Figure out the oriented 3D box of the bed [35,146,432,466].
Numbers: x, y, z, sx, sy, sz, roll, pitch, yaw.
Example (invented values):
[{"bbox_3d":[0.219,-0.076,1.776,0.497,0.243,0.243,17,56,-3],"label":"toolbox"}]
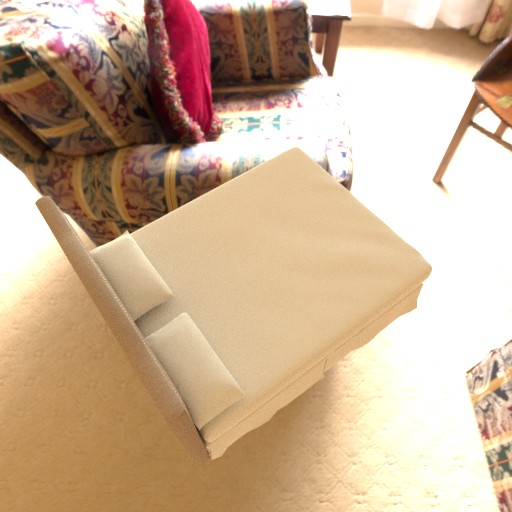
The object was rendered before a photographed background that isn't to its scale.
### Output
[{"bbox_3d":[0.000,0.000,3.352,2.282,1.436,1.821,-32,62,-19],"label":"bed"}]
